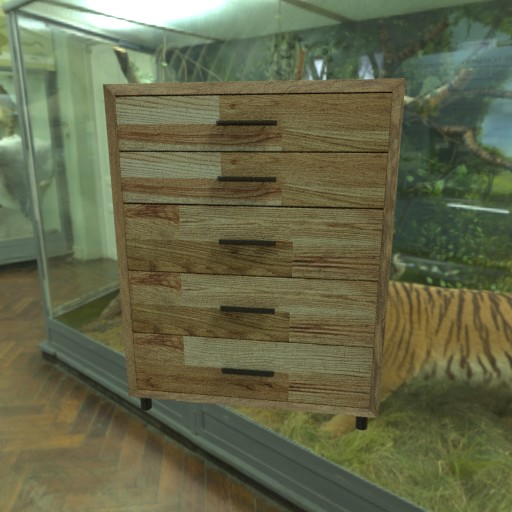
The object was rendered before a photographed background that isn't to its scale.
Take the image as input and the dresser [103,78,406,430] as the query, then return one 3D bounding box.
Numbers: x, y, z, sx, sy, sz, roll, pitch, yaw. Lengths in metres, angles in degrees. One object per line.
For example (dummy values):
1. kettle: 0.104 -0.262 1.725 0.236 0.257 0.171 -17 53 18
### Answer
1. dresser: 0.000 0.000 1.747 0.966 1.243 0.480 2 15 8
